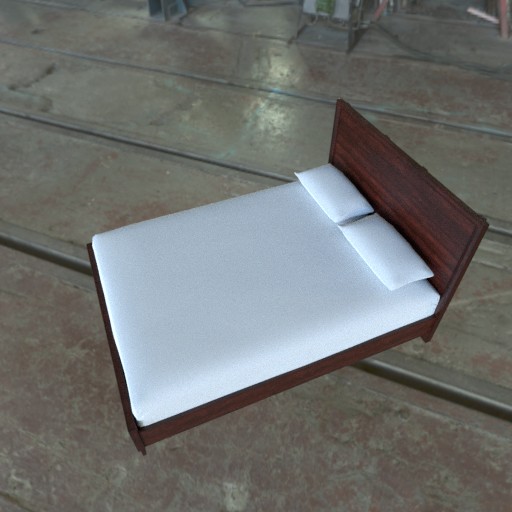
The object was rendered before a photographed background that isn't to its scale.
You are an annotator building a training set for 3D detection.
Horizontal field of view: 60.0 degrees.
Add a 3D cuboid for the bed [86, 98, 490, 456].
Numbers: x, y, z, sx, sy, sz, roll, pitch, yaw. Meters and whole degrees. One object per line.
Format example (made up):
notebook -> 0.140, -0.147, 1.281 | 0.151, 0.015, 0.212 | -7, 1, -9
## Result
bed -> 0.000, 0.000, 3.948 | 2.803, 1.492, 2.040 | -17, 48, -16
